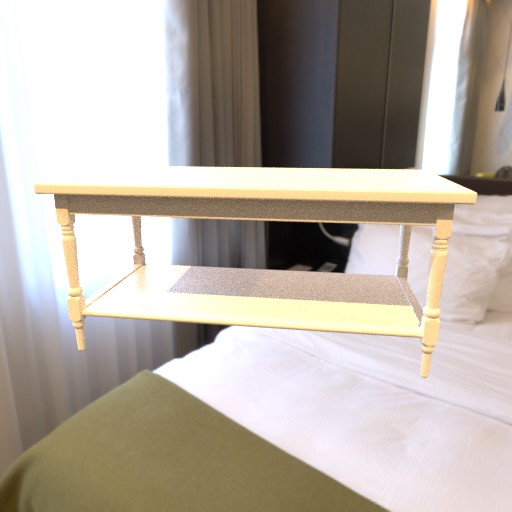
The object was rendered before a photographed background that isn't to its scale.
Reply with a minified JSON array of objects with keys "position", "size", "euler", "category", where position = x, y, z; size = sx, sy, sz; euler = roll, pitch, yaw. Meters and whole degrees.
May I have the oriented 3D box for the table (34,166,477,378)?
[{"position":[0.000,0.000,1.422],"size":[1.107,0.510,0.550],"euler":[2,16,8],"category":"table"}]
